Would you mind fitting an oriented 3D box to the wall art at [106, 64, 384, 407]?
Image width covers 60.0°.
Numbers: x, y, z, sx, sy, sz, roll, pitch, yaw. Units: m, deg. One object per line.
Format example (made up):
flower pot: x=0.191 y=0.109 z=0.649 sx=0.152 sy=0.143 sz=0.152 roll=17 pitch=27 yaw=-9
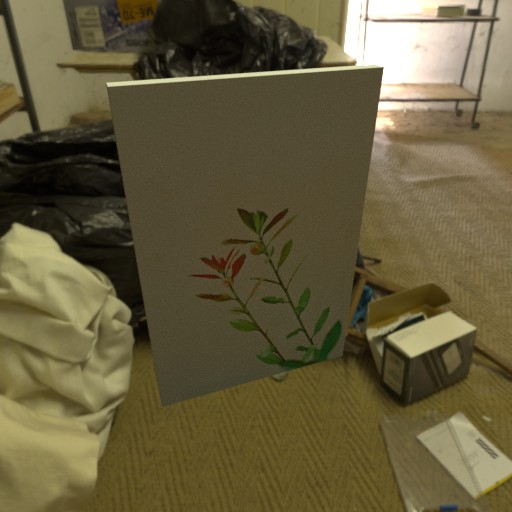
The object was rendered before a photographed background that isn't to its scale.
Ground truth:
wall art: x=0.000 y=0.000 z=1.187 sx=0.612 sy=0.915 sz=0.039 roll=-11 pitch=34 yaw=-17
